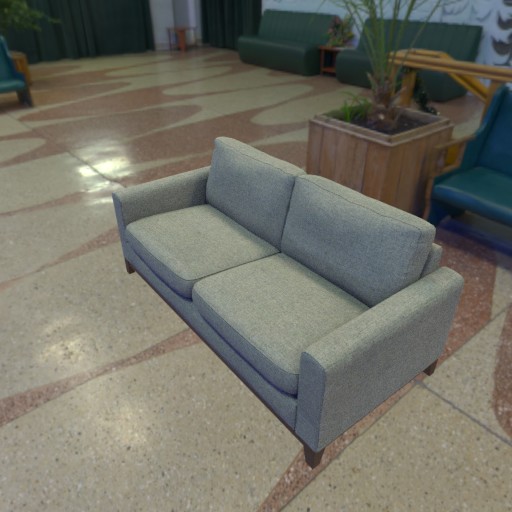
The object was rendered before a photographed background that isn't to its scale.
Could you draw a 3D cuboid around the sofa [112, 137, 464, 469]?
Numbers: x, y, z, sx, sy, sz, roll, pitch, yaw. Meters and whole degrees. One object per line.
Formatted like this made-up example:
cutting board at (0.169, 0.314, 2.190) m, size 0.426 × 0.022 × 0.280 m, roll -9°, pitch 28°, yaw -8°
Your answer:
sofa at (0.000, 0.000, 2.566) m, size 0.969 × 0.892 × 1.978 m, roll -23°, pitch 39°, yaw -31°
